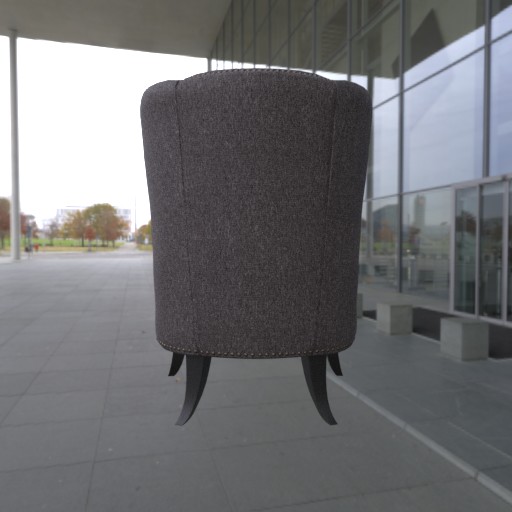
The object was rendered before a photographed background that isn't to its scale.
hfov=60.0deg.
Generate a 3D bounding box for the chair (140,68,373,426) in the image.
[{"bbox_3d":[0.000,0.000,1.585,0.759,1.060,0.758,0,2,0],"label":"chair"}]
